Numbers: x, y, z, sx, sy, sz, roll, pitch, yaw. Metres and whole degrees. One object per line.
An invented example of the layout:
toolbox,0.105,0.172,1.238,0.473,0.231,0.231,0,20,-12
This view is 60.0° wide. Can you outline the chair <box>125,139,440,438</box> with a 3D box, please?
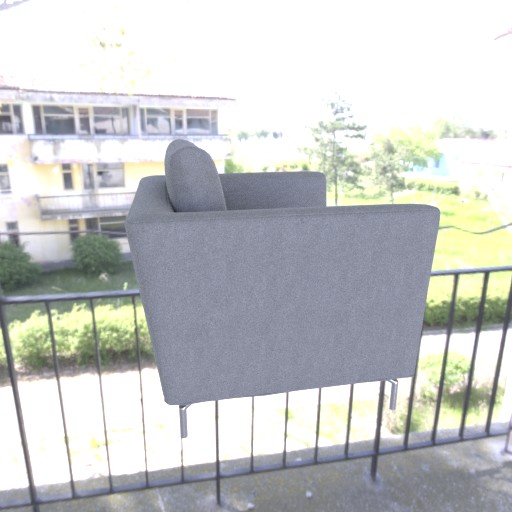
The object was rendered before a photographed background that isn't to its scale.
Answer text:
chair,0.000,0.000,1.725,0.889,0.864,1.041,-3,17,-11
